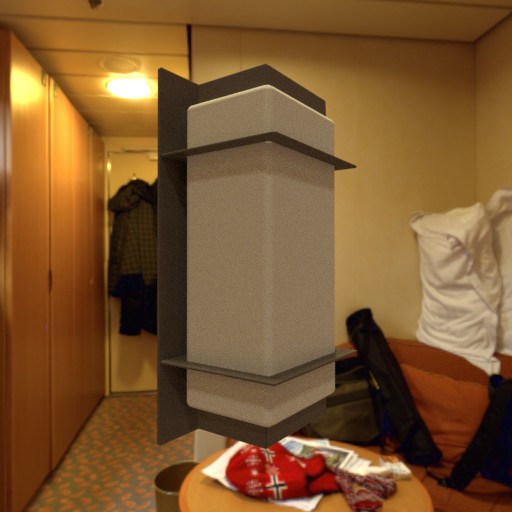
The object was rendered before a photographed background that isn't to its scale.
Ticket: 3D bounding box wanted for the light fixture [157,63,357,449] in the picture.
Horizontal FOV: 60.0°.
[{"bbox_3d":[0.000,0.000,0.435,0.146,0.347,0.153,0,-1,36],"label":"light fixture"}]
